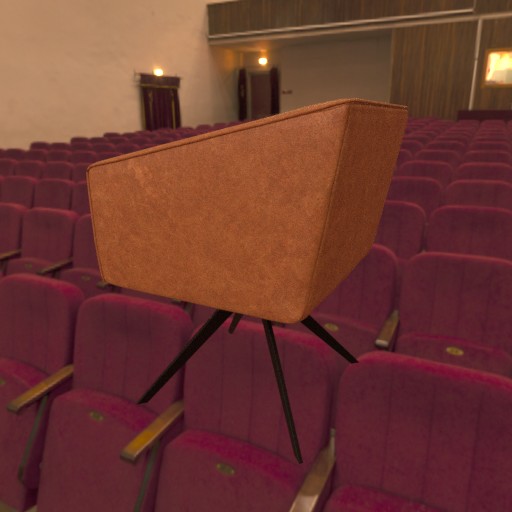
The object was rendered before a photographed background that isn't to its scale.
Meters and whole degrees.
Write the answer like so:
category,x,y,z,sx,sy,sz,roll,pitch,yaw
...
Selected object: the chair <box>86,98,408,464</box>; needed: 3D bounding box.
category,x,y,z,sx,sy,sz,roll,pitch,yaw
chair,0.000,0.000,1.180,0.625,0.760,0.588,9,19,26
